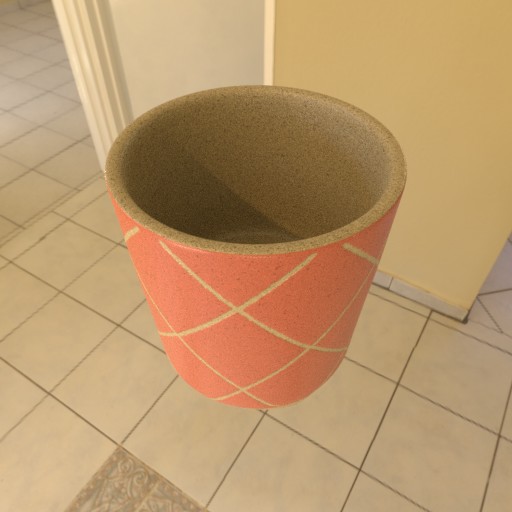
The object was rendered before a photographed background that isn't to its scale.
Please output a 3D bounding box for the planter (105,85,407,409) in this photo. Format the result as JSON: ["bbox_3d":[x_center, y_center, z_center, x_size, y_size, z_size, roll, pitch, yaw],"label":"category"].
[{"bbox_3d":[0.000,0.000,0.425,0.227,0.235,0.227,0,46,0],"label":"planter"}]
